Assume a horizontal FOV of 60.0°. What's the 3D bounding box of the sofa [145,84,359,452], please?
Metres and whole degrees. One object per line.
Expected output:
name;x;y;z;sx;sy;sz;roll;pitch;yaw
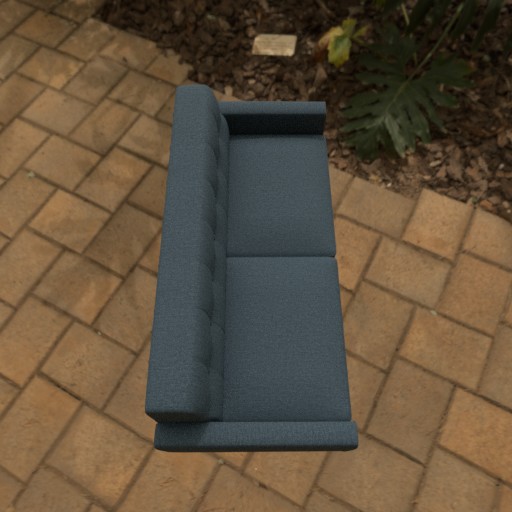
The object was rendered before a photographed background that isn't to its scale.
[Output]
sofa;0.000;0.000;2.550;0.942;0.884;2.055;0;64;0
